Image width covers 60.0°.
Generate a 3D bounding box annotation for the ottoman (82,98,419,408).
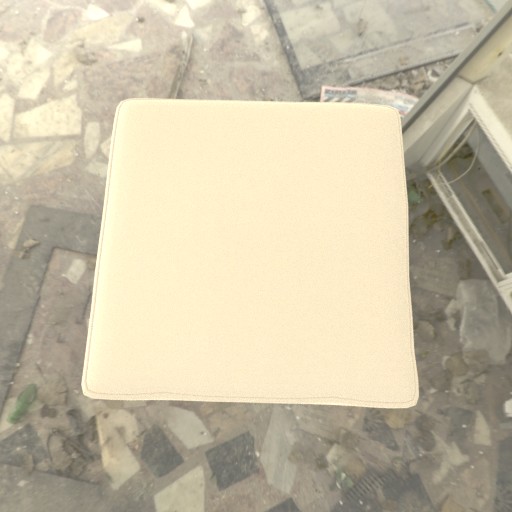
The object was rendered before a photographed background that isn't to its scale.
[{"bbox_3d":[0.000,0.000,1.346,0.838,0.479,0.838,2,75,0],"label":"ottoman"}]
